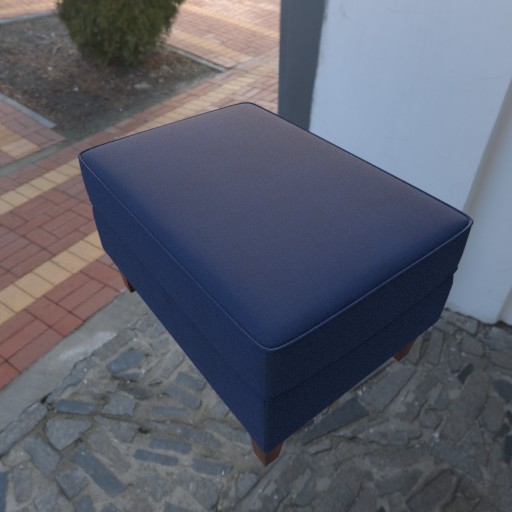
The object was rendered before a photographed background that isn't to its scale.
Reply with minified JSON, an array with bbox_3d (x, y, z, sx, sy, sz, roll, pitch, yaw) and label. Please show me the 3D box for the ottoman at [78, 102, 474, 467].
[{"bbox_3d":[0.000,0.000,1.380,0.686,0.584,0.965,-27,48,-27],"label":"ottoman"}]
